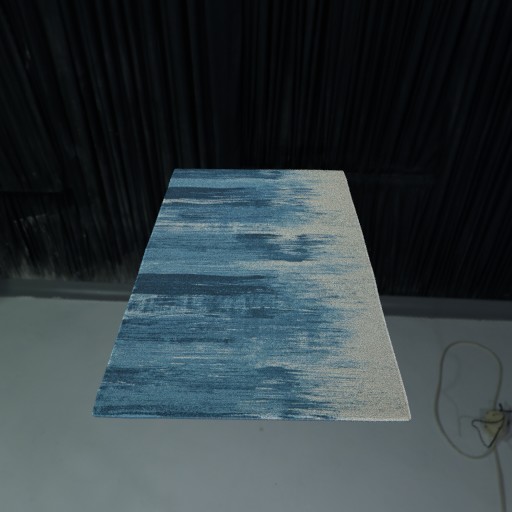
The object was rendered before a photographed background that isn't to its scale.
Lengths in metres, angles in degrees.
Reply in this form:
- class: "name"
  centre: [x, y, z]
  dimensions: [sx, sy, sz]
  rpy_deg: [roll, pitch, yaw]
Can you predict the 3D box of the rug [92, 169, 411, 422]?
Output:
- class: "rug"
  centre: [0.000, 0.000, 3.034]
  dimensions: [1.540, 0.027, 2.450]
  rpy_deg: [1, 39, 1]
